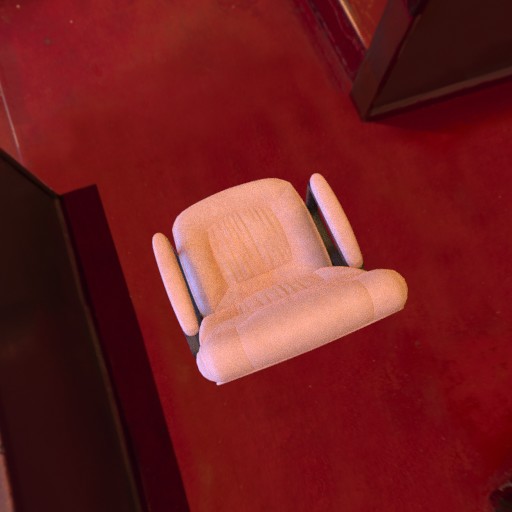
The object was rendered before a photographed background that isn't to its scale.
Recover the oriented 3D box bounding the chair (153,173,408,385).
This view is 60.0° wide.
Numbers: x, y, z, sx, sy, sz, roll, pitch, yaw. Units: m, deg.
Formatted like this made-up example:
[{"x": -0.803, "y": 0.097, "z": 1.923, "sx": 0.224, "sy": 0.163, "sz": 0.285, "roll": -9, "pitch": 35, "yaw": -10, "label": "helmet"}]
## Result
[{"x": 0.000, "y": 0.000, "z": 1.557, "sx": 0.667, "sy": 1.105, "sz": 0.724, "roll": -21, "pitch": 77, "yaw": -5, "label": "chair"}]
